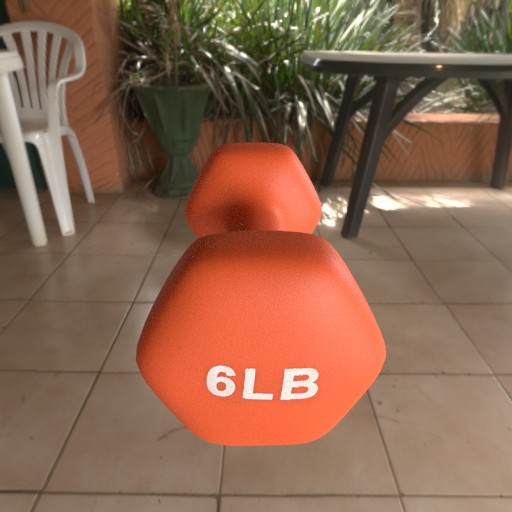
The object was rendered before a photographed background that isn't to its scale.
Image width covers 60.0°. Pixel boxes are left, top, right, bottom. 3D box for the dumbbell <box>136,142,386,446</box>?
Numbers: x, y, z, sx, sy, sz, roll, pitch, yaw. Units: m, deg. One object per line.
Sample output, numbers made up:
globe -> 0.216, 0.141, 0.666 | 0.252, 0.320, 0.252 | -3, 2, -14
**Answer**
dumbbell -> 0.000, 0.000, 0.198 | 0.079, 0.071, 0.162 | 0, 26, -1
